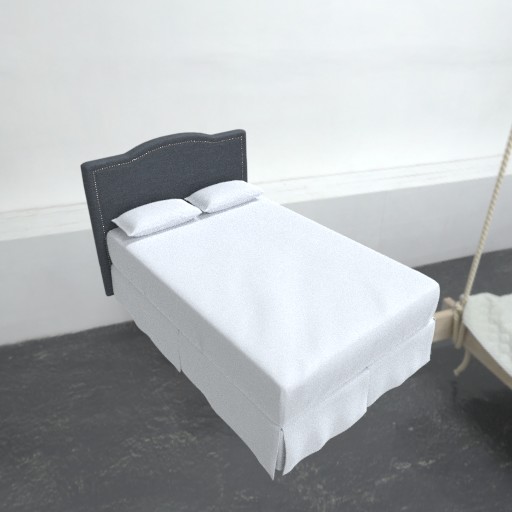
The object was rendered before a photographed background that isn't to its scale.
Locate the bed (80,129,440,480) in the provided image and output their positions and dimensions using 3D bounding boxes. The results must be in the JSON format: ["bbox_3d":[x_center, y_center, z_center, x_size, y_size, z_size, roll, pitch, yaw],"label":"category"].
[{"bbox_3d":[0.000,0.000,3.590,1.747,1.441,2.507,-23,38,-33],"label":"bed"}]
